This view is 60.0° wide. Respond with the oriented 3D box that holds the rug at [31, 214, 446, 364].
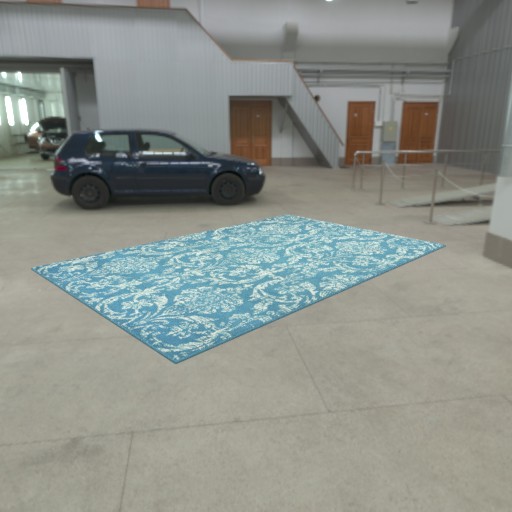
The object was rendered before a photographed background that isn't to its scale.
[{"bbox_3d":[0.000,0.000,3.473,2.746,0.018,1.816,-16,23,-42],"label":"rug"}]
